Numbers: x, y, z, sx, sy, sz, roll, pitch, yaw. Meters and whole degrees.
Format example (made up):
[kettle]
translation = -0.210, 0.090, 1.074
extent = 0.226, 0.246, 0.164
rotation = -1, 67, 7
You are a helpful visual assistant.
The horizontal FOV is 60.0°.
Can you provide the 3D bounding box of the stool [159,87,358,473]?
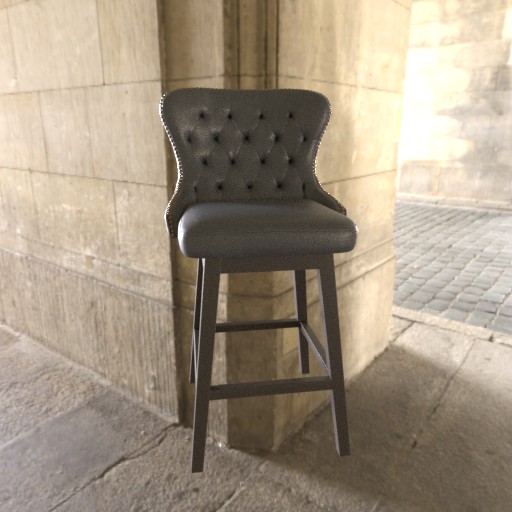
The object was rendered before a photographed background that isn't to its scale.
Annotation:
[stool]
translation = 0.000, 0.000, 1.311
extent = 0.528, 0.971, 0.593
rotation = -2, 17, -8
